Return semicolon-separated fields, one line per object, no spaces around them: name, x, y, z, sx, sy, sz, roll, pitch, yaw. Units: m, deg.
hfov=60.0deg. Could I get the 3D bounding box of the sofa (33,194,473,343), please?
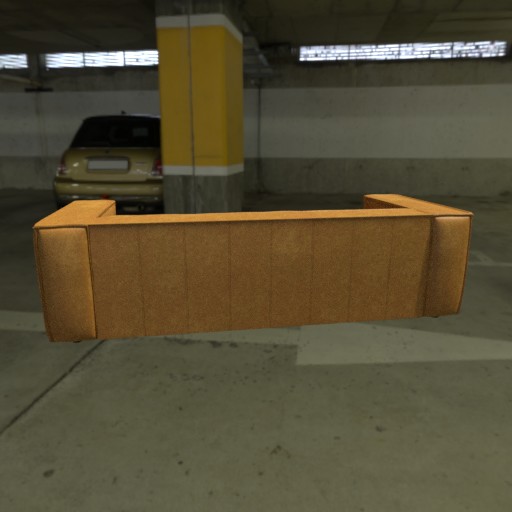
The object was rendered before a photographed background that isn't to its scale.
sofa;0.000;0.000;3.064;2.581;0.701;1.102;-2;15;-9
